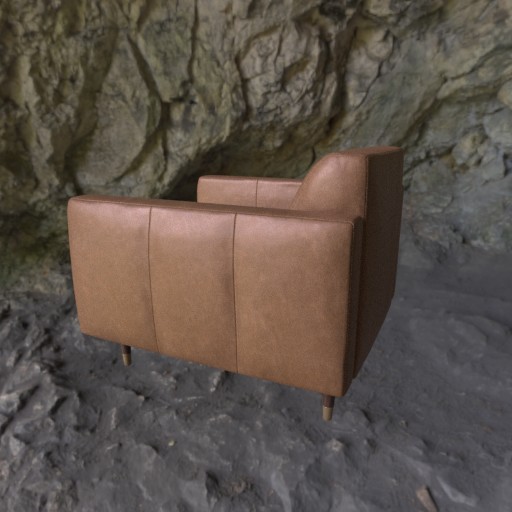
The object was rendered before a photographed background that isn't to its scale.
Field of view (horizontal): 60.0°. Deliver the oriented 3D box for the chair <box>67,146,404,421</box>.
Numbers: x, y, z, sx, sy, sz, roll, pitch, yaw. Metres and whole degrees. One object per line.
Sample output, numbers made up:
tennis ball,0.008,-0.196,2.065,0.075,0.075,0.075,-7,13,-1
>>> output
chair,0.000,0.000,1.710,0.998,0.819,0.953,7,17,24
